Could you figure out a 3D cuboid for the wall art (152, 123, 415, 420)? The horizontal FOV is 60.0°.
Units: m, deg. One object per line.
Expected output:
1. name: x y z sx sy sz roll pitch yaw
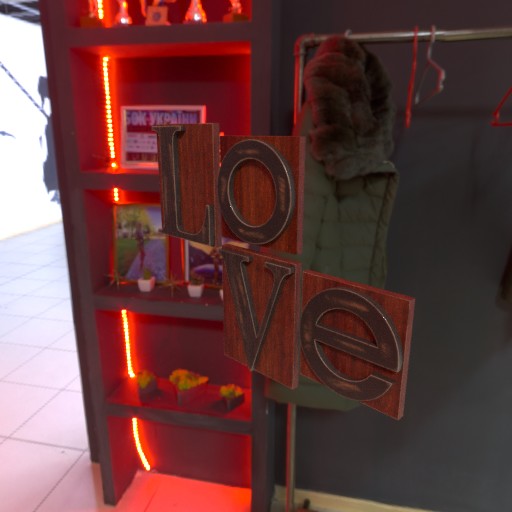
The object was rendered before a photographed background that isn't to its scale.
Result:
1. wall art: 0.000 0.000 0.860 0.635 0.497 0.030 15 22 42
